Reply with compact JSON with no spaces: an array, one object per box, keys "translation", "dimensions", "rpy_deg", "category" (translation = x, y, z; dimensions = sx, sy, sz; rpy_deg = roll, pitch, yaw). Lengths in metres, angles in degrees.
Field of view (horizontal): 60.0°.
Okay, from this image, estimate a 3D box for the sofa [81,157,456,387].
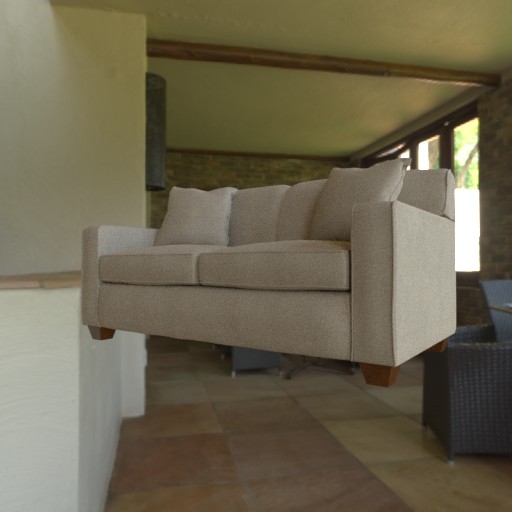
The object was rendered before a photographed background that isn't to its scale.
[{"translation":[0.000,0.000,2.406],"dimensions":[1.846,0.958,0.998],"rpy_deg":[-1,-1,36],"category":"sofa"}]
